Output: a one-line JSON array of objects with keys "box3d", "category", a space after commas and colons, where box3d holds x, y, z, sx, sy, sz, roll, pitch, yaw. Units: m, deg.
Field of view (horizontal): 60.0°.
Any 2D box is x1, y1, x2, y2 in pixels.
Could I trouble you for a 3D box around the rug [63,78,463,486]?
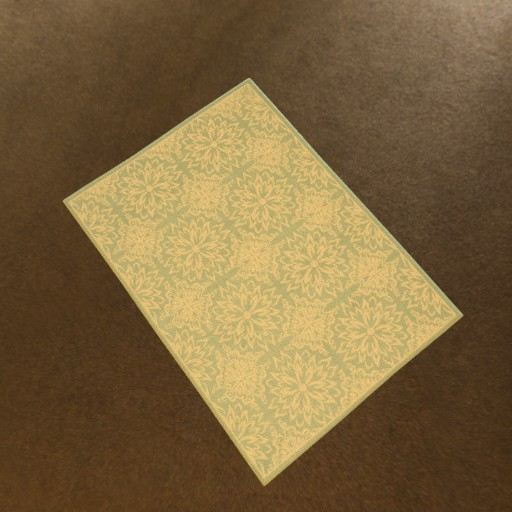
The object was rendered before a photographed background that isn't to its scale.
[{"box3d": [0.000, 0.000, 2.882, 1.589, 0.014, 2.205, -37, 78, -10], "category": "rug"}]
